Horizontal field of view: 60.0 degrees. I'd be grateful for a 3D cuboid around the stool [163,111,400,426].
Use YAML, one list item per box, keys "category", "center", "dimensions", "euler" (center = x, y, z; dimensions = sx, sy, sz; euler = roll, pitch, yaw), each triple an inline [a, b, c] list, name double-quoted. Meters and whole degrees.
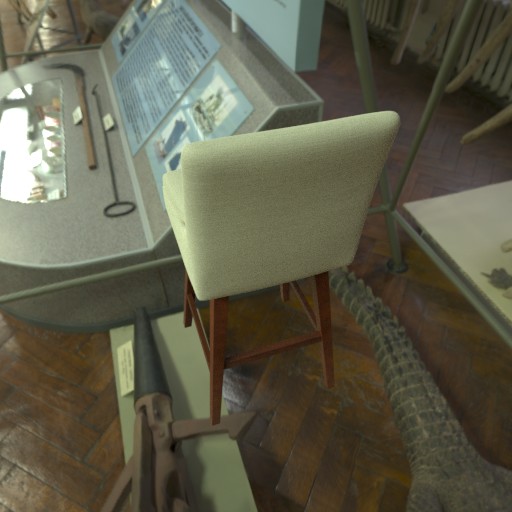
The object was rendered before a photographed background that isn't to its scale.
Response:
- category: "stool"
  center: [0.000, 0.000, 1.370]
  dimensions: [0.470, 1.097, 0.559]
  euler: [-13, 45, -14]
